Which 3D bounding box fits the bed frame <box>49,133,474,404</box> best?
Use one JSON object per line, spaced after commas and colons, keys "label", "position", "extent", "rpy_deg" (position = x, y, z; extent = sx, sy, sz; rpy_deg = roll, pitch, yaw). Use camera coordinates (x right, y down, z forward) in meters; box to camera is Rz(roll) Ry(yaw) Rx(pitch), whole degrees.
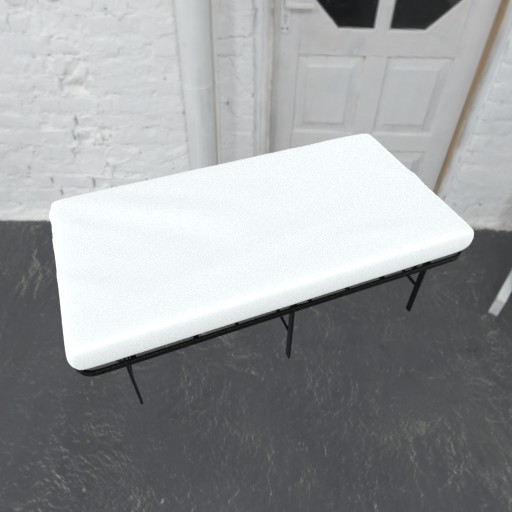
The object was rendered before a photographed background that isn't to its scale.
{"label": "bed frame", "position": [0.000, 0.000, 2.372], "extent": [1.903, 0.619, 0.989], "rpy_deg": [-16, 48, -15]}
